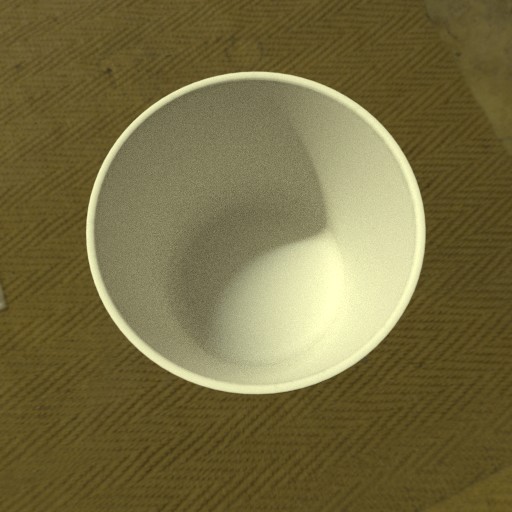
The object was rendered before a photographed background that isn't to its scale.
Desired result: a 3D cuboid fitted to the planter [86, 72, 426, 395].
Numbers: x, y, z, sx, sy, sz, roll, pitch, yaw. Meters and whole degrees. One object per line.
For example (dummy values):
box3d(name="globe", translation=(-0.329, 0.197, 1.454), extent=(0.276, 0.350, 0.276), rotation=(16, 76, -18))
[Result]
box3d(name="planter", translation=(0.000, 0.000, 0.767), extent=(0.440, 0.398, 0.440), rotation=(0, 75, 0))
